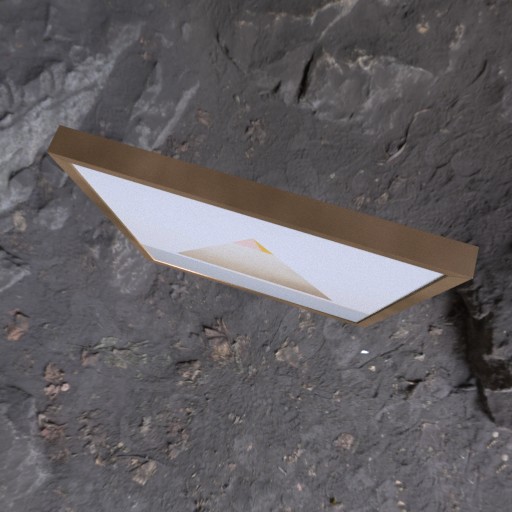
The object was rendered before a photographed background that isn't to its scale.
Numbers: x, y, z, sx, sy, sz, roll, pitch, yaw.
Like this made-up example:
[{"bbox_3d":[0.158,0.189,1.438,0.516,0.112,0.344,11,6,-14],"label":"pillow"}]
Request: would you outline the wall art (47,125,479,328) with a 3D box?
[{"bbox_3d":[0.000,0.000,0.760,0.513,0.511,0.038,17,75,5],"label":"wall art"}]
